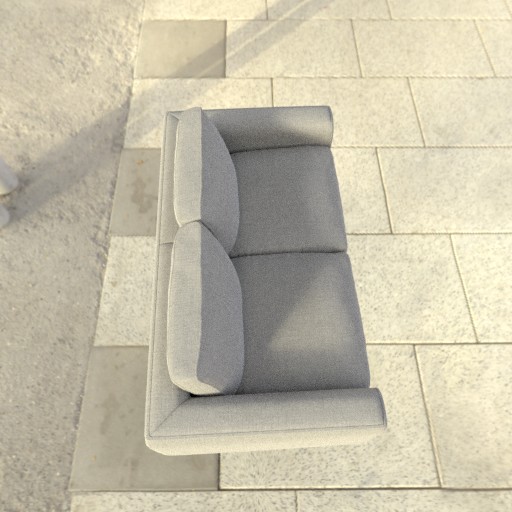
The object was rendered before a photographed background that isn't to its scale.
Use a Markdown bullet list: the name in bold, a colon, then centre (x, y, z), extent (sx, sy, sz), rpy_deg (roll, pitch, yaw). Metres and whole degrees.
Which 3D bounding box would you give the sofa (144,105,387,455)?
- **sofa**: centre (0.000, 0.000, 2.433), extent (1.069, 0.800, 1.920), rpy_deg (-3, 62, -1)
